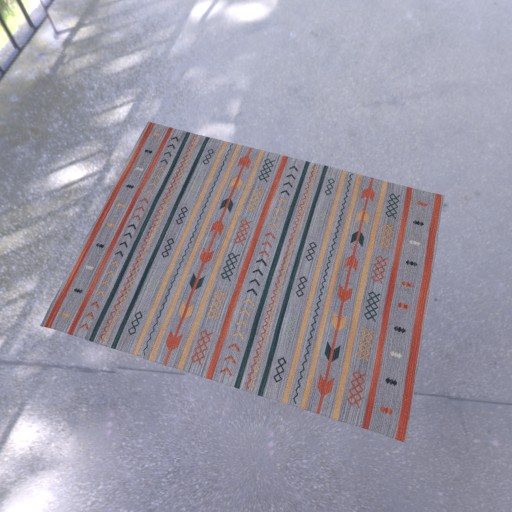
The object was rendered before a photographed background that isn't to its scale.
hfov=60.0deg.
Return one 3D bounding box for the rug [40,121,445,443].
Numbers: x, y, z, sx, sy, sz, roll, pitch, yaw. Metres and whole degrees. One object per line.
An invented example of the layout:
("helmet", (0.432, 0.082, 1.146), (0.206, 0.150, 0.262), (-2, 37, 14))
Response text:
("rug", (0.000, 0.000, 3.911), (3.029, 0.022, 2.263), (16, 66, 7))
